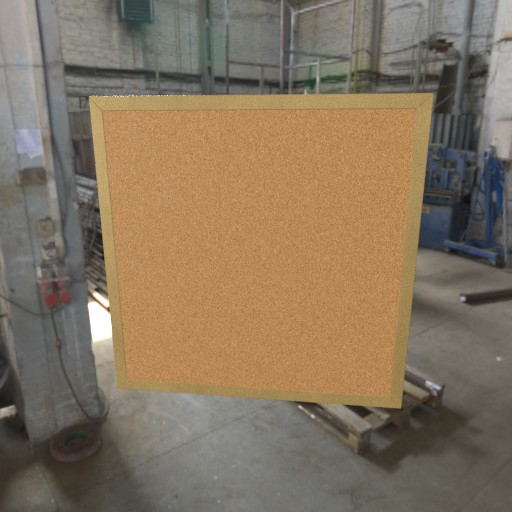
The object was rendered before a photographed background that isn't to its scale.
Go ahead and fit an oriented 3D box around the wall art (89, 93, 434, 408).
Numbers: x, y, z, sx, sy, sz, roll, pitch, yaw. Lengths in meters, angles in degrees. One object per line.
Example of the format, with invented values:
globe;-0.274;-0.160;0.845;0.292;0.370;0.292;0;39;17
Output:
wall art;0.000;0.000;0.448;0.305;0.305;0.038;2;16;7
